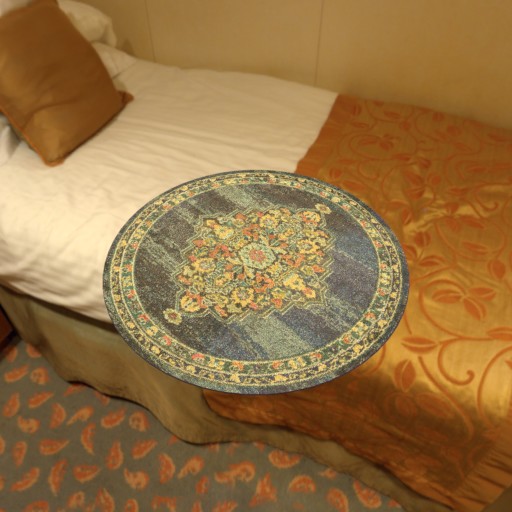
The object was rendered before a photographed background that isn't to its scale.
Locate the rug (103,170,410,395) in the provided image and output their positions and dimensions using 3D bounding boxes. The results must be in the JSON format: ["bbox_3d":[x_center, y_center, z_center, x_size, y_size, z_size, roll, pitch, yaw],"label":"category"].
[{"bbox_3d":[0.000,0.000,3.543,2.386,0.014,2.386,0,45,0],"label":"rug"}]
